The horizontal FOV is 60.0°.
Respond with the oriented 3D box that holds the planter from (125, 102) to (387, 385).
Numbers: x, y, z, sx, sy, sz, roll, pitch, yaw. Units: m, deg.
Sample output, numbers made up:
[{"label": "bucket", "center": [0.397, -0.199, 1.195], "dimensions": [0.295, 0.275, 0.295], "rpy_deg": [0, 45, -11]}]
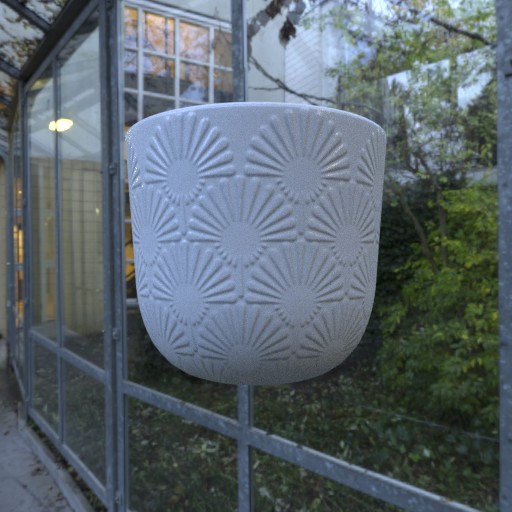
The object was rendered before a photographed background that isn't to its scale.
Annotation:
[{"label": "planter", "center": [0.000, 0.000, 0.300], "dimensions": [0.170, 0.152, 0.170], "rpy_deg": [0, 0, 0]}]
